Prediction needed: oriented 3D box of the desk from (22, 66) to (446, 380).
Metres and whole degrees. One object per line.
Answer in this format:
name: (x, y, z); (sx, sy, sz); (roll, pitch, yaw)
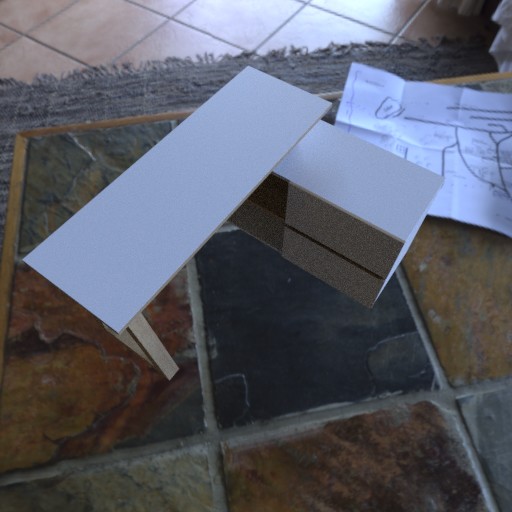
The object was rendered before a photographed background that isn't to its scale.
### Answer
desk: (0.000, 0.000, 2.070); (1.098, 0.755, 1.404); (31, 63, 18)
